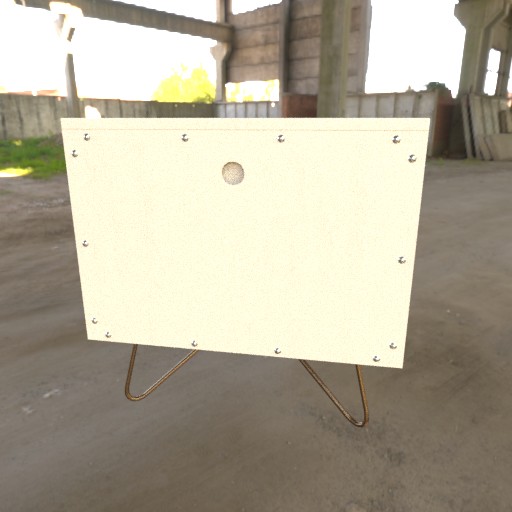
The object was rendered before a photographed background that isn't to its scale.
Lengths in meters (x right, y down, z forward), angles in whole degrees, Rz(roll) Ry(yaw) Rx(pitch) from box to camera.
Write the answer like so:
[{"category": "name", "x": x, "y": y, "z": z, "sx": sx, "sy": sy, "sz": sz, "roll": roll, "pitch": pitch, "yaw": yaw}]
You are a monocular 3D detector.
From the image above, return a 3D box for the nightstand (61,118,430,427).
[{"category": "nightstand", "x": 0.000, "y": 0.000, "z": 1.017, "sx": 0.614, "sy": 0.604, "sz": 0.447, "roll": 3, "pitch": 17, "yaw": 10}]
